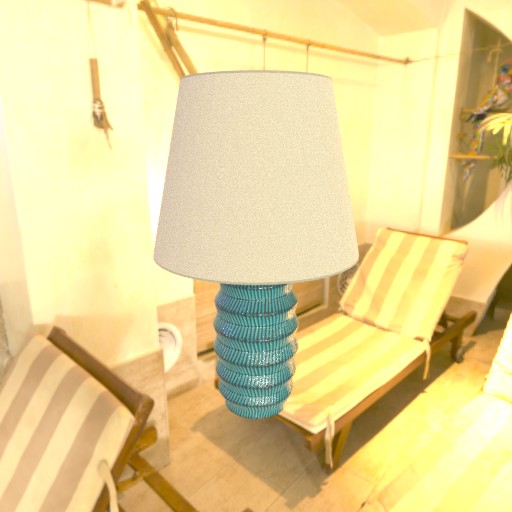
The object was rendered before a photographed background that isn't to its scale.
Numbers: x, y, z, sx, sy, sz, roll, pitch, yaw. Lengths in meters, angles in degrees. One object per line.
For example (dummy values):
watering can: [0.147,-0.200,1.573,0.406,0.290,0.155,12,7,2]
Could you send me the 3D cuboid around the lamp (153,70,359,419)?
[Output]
lamp: [0.000,0.000,0.784,0.355,0.582,0.355,0,16,0]
